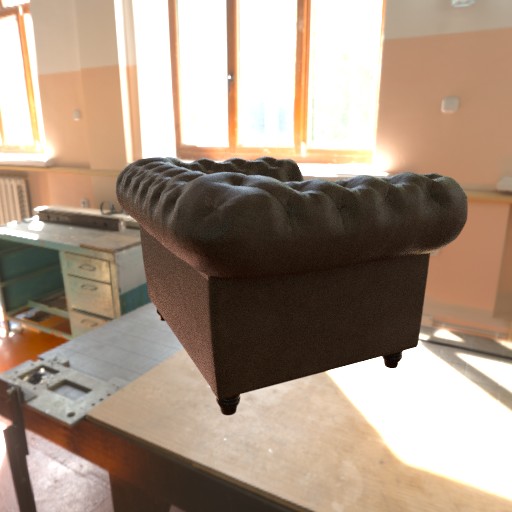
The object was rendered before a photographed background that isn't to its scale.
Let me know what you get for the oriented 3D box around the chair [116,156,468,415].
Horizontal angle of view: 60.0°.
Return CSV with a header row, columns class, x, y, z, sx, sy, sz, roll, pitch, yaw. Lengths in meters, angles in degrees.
class,x,y,z,sx,sy,sz,roll,pitch,yaw
chair,0.000,0.000,1.856,0.954,0.784,1.298,-7,17,-24
